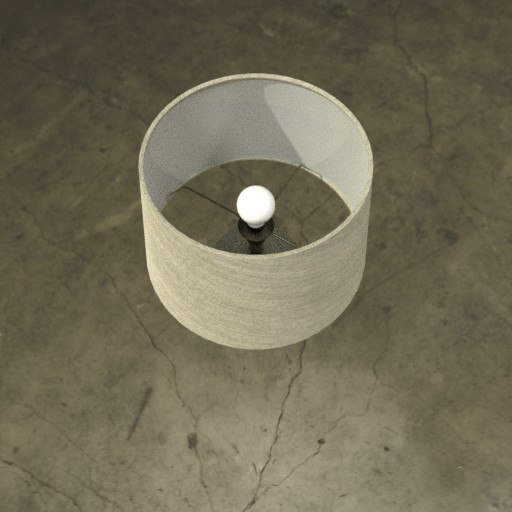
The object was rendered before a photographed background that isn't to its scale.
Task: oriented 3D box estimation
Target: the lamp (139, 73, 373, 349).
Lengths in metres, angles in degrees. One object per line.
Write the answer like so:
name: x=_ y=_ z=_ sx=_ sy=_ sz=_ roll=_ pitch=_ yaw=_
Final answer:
lamp: x=0.000 y=0.000 z=0.841 sx=0.390 sy=0.580 sz=0.390 roll=0 pitch=63 yaw=0
